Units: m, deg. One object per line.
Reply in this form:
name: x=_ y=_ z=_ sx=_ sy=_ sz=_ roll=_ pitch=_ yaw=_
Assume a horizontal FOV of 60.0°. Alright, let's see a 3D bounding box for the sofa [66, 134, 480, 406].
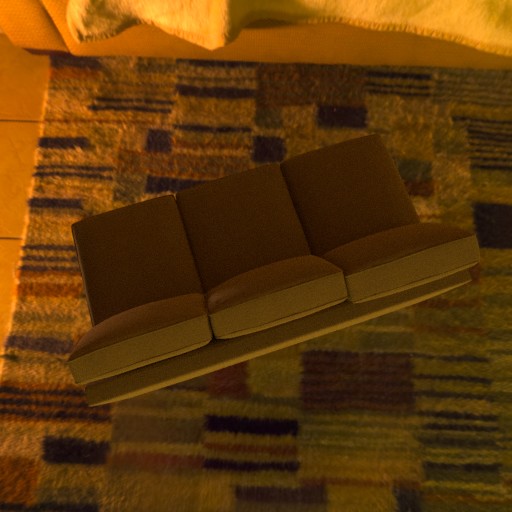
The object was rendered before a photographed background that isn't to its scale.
sofa: x=0.000 y=0.000 z=2.688 sx=2.092 sy=1.036 sz=1.127 roll=-17 pitch=76 yaw=-5
